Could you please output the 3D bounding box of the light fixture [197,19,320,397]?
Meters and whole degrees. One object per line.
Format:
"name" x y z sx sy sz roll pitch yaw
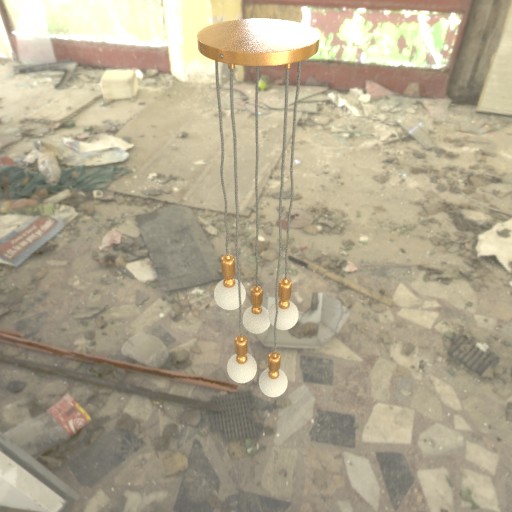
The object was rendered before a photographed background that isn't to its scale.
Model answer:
"light fixture" 0.000 0.000 0.496 0.108 0.457 0.105 24 47 25
